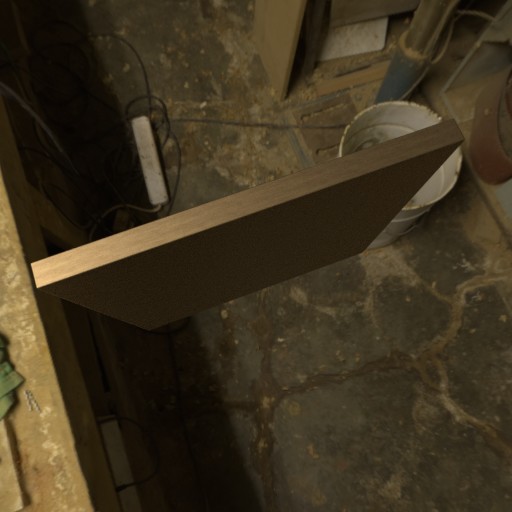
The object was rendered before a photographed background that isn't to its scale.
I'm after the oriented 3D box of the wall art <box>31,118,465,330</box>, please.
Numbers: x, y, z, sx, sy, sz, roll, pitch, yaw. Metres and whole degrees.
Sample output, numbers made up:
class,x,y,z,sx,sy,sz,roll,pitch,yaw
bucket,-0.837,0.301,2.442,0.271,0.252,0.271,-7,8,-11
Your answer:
class,x,y,z,sx,sy,sz,roll,pitch,yaw
wall art,0.000,0.000,0.736,0.503,0.506,0.030,-20,76,-5
